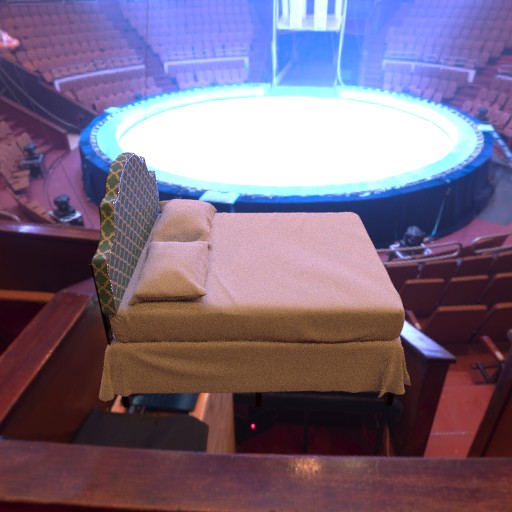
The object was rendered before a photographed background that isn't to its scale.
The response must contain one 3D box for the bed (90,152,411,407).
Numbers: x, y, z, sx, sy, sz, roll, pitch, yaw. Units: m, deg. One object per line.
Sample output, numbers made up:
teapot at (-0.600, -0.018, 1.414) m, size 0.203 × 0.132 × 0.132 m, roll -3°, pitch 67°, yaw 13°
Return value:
bed at (0.000, 0.000, 3.530) m, size 2.222 × 1.633 × 1.780 m, roll 0°, pitch 30°, yaw 0°
